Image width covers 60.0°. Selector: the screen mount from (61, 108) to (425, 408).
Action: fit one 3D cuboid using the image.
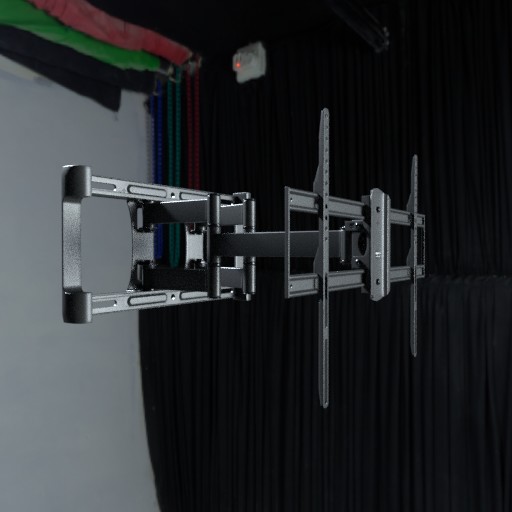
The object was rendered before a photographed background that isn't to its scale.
[{"bbox_3d":[0.000,0.000,1.098,0.644,0.491,0.661,1,1,38],"label":"screen mount"}]
